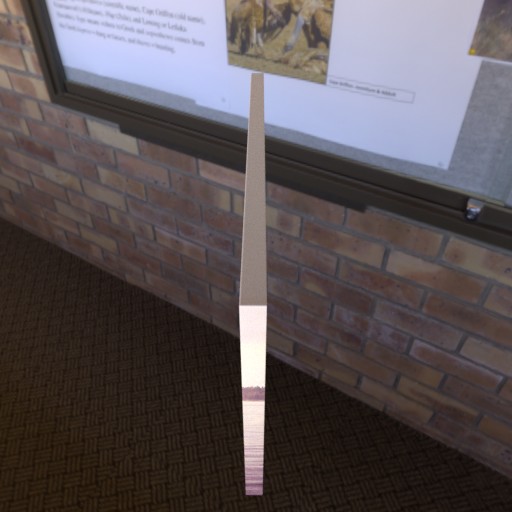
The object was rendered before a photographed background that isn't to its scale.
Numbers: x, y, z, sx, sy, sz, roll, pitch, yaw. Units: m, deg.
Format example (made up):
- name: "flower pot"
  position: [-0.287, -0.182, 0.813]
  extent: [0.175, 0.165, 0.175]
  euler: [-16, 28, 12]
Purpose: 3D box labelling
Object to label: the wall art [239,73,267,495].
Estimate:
- name: "wall art"
  position: [0.000, 0.000, 1.129]
  extent: [0.037, 0.609, 0.916]
  euler: [0, 41, 0]
